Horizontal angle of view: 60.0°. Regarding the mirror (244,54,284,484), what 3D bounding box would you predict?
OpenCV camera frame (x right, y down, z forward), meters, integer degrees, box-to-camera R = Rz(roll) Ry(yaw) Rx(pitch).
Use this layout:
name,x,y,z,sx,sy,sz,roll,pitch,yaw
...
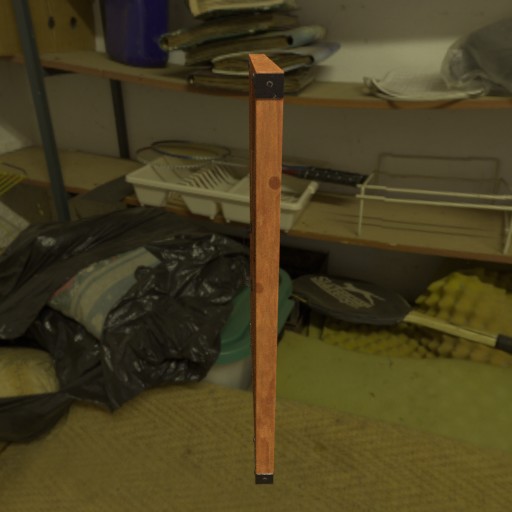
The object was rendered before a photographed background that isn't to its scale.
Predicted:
name,x,y,z,sx,sy,sz,roll,pitch,yaw
mirror,0.000,0.000,0.940,0.053,0.761,0.517,-1,27,-2
